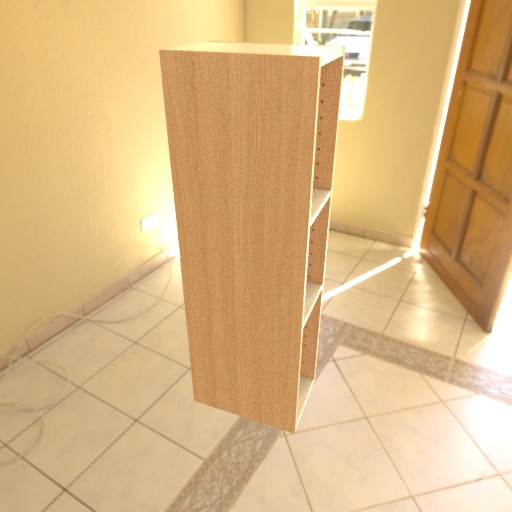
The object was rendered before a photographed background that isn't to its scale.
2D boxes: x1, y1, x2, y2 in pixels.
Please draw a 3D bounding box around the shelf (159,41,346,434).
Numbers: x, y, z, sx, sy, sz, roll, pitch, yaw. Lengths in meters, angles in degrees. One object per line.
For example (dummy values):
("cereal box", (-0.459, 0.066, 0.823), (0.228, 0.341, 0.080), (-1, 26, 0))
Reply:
("shelf", (0.000, 0.000, 1.033), (0.290, 0.882, 0.197), (11, 32, 19))
